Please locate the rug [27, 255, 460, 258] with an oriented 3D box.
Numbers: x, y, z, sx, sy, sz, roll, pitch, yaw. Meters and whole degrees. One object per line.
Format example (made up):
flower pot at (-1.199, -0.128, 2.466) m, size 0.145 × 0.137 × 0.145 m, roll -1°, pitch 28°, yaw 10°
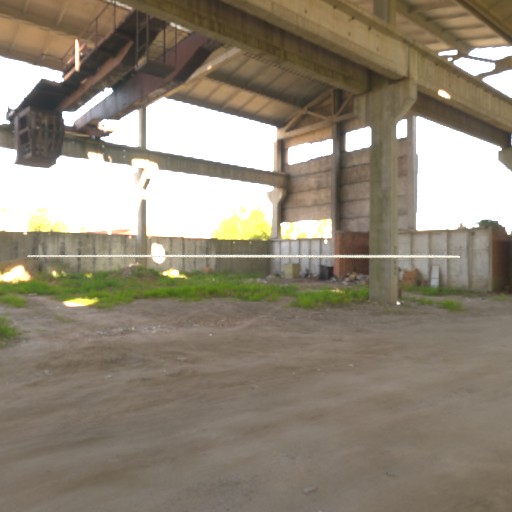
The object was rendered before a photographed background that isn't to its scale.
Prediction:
rug at (0.000, 0.000, 2.349) m, size 1.827 × 0.008 × 1.225 m, roll 0°, pitch 0°, yaw 17°
